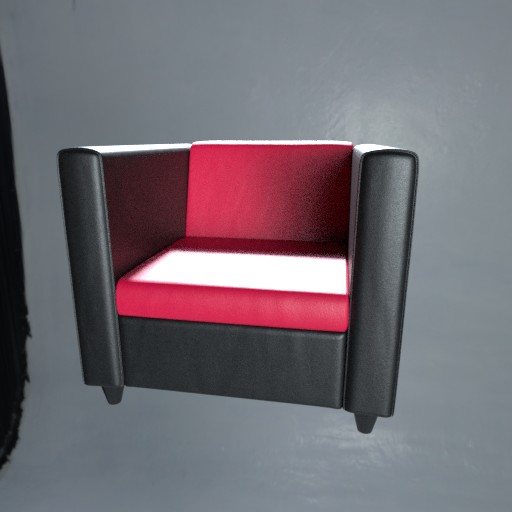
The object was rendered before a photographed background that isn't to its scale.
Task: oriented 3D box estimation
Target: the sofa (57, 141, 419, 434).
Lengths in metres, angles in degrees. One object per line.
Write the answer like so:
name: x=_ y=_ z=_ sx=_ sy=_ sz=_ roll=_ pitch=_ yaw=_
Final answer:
sofa: x=0.000 y=0.000 z=1.445 sx=0.839 sy=0.724 sz=0.809 roll=3 pitch=15 yaw=10
